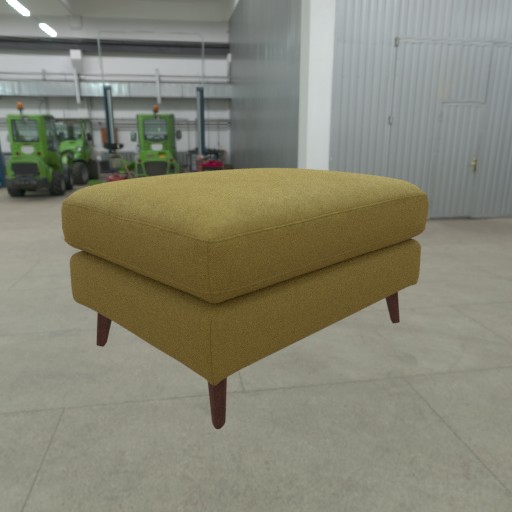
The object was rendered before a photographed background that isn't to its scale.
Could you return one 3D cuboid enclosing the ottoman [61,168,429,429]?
[{"bbox_3d":[0.000,0.000,1.188,0.811,0.449,0.608,-15,21,-43],"label":"ottoman"}]
